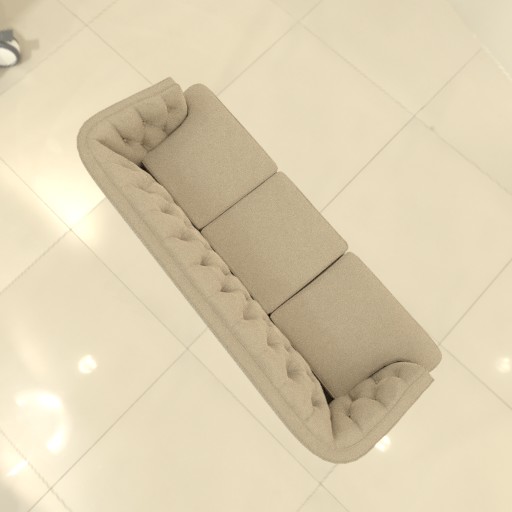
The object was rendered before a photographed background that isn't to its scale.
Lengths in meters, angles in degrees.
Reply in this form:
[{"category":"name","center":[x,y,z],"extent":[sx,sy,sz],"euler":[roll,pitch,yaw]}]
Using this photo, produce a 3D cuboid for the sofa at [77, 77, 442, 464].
[{"category":"sofa","center":[0.000,0.000,2.656],"extent":[0.941,0.855,2.278],"euler":[-38,80,-8]}]
